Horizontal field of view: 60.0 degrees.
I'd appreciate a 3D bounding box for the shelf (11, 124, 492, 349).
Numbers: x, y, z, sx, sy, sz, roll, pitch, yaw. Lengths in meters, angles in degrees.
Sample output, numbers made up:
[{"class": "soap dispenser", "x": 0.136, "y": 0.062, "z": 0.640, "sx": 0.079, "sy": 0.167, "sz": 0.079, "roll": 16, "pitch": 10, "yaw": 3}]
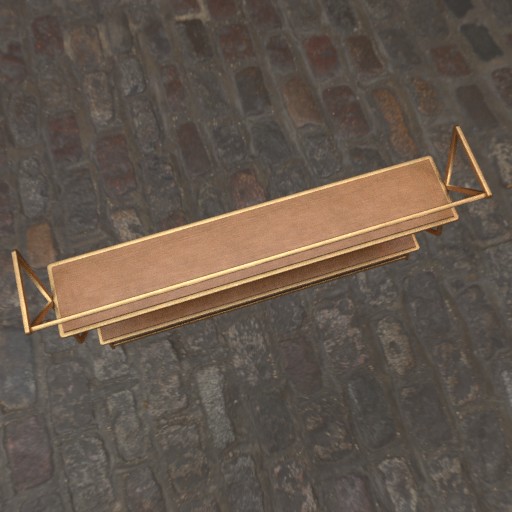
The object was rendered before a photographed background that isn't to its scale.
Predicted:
[{"class": "shelf", "x": 0.000, "y": 0.000, "z": 0.979, "sx": 0.822, "sy": 0.450, "sz": 0.150, "roll": -16, "pitch": 76, "yaw": -4}]
